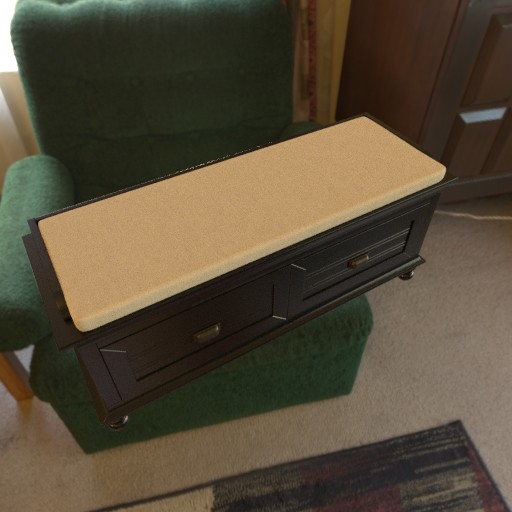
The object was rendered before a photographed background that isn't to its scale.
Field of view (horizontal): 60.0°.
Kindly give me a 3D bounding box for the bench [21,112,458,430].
[{"bbox_3d":[0.000,0.000,1.389,1.185,0.501,0.402,-23,49,-21],"label":"bench"}]
